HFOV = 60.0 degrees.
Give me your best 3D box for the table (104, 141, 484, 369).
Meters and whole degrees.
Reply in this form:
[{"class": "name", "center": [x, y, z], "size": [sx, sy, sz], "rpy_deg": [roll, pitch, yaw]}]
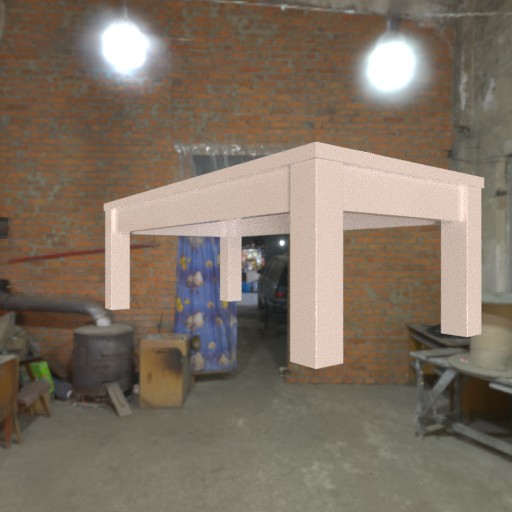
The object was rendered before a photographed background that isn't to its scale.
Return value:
[{"class": "table", "center": [0.000, 0.000, 1.660], "size": [0.700, 0.470, 1.350], "rpy_deg": [0, 0, -37]}]
